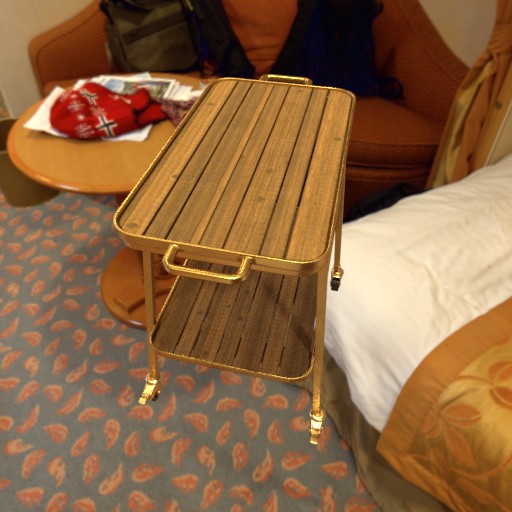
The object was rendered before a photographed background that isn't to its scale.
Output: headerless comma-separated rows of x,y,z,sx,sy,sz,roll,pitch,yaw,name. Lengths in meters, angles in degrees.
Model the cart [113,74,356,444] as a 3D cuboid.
0.000,0.000,1.247,0.524,0.700,0.806,9,45,9,cart
